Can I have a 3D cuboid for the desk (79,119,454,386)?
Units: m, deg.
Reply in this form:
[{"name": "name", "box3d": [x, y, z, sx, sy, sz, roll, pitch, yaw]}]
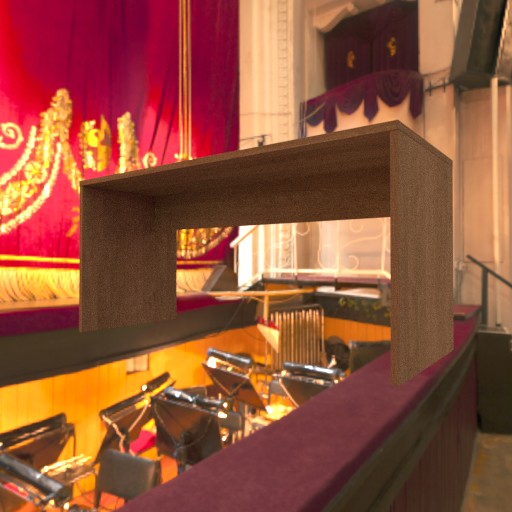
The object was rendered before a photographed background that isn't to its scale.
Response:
[{"name": "desk", "box3d": [0.000, 0.000, 2.046, 1.600, 0.752, 0.802, -1, -1, 37]}]
